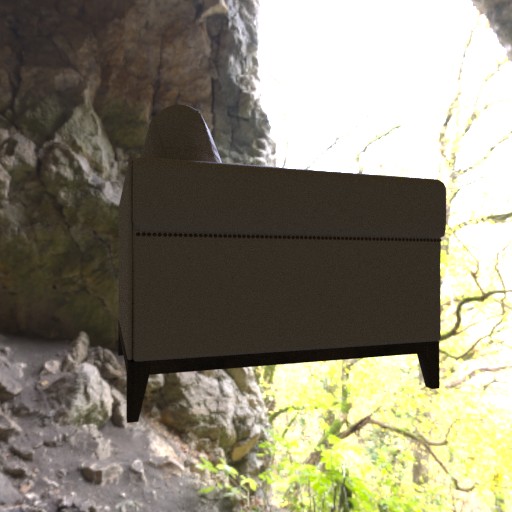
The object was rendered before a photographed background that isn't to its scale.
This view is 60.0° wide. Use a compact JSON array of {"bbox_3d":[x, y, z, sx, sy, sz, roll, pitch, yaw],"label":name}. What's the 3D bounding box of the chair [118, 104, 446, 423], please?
[{"bbox_3d":[0.000,0.000,1.655,0.959,0.838,0.914,0,-1,-19],"label":"chair"}]
